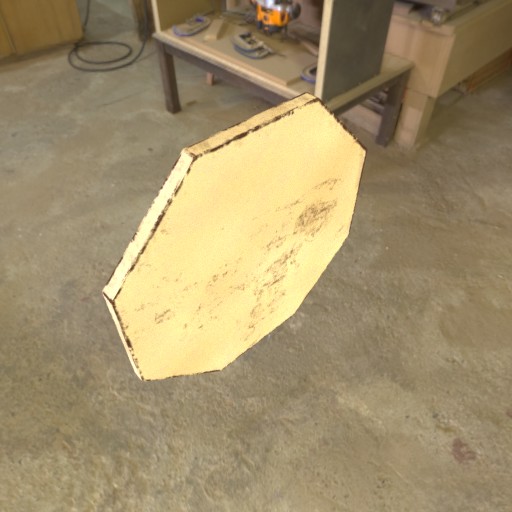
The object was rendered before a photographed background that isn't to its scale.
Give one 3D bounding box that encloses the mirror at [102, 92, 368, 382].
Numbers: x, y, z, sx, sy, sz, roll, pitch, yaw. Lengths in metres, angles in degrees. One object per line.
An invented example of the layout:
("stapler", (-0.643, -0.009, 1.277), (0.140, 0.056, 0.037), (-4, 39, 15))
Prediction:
("mirror", (0.000, 0.000, 0.960), (0.648, 0.648, 0.031), (-33, 55, -27))
